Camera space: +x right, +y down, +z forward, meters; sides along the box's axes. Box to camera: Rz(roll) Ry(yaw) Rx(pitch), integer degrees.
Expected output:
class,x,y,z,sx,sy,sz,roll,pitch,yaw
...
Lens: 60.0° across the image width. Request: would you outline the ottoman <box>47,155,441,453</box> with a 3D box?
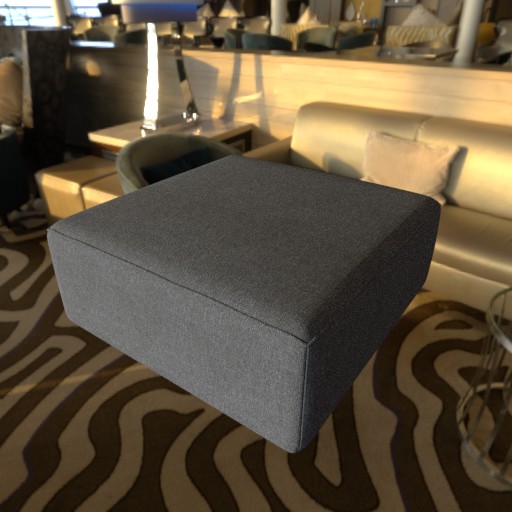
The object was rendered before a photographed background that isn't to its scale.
class,x,y,z,sx,sy,sz,roll,pitch,yaw
ottoman,0.000,0.000,1.592,1.000,0.439,1.000,19,35,31
